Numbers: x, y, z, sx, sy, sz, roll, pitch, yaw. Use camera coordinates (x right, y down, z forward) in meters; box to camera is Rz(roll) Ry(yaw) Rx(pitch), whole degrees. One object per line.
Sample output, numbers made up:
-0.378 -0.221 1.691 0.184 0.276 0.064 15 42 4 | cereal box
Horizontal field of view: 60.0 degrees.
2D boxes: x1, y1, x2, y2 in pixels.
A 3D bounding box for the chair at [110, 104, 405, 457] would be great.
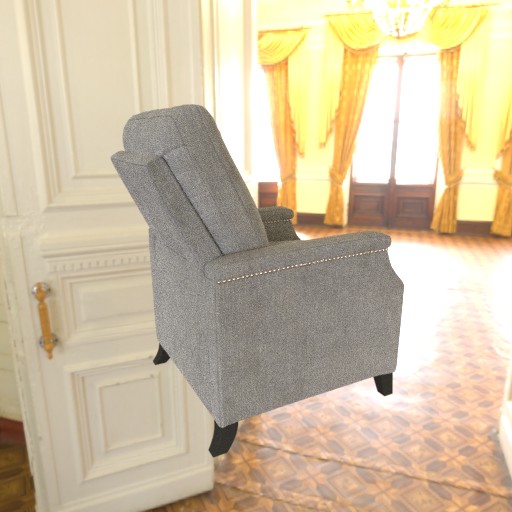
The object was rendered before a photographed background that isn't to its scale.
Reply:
0.000 0.000 1.679 0.922 1.049 0.710 -8 17 -27 | chair
